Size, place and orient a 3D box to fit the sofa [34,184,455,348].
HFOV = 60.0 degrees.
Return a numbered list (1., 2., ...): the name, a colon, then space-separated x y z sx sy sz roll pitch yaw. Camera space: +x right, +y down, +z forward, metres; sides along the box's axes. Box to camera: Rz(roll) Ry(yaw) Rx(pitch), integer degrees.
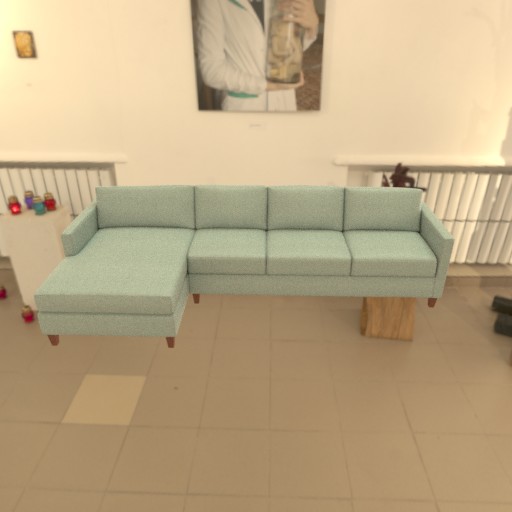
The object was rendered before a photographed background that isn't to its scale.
1. sofa: 0.000 0.000 4.102 3.470 0.953 1.600 1 28 1
